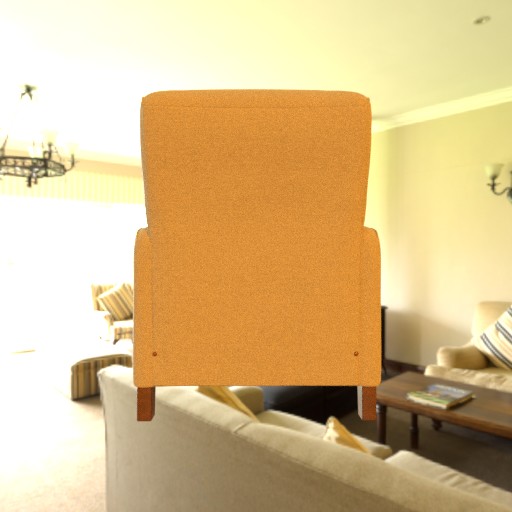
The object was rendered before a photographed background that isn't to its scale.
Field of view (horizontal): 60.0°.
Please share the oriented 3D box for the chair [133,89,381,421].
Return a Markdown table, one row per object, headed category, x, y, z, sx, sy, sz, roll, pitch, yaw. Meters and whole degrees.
| category | x | y | z | sx | sy | sz | roll | pitch | yaw |
| --- | --- | --- | --- | --- | --- | --- | --- | --- | --- |
| chair | 0.000 | 0.000 | 1.716 | 0.841 | 1.023 | 0.858 | 0 | 1 | -1 |
